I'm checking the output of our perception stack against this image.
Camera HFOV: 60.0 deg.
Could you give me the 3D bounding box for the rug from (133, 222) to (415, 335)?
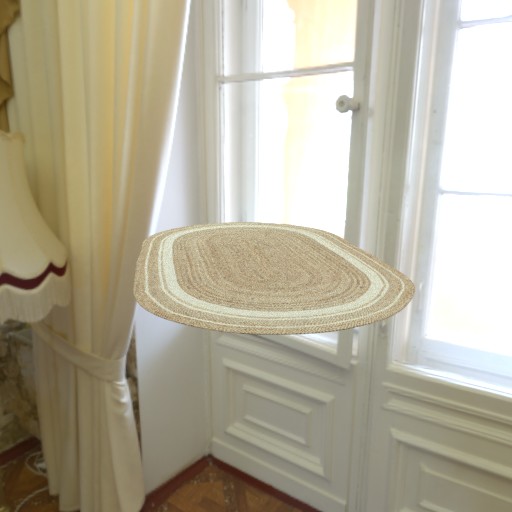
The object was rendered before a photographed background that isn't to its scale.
[{"bbox_3d":[0.000,0.000,2.917,1.520,0.006,2.432,-3,15,-11],"label":"rug"}]
